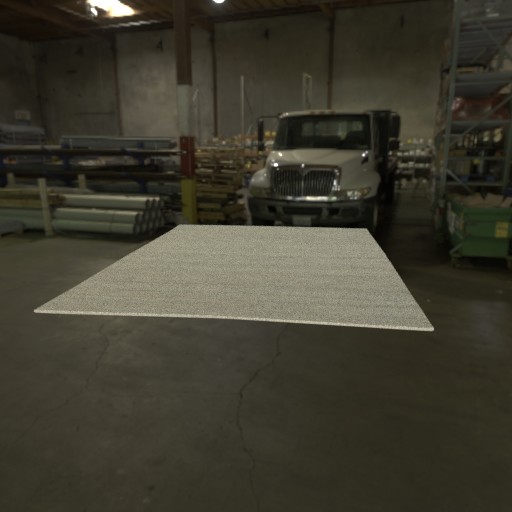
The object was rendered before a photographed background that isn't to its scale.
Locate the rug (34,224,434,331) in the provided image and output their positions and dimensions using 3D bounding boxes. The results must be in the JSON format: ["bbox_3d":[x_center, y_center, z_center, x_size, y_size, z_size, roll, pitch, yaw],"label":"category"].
[{"bbox_3d":[0.000,0.000,4.740,2.757,0.051,3.626,2,14,7],"label":"rug"}]
